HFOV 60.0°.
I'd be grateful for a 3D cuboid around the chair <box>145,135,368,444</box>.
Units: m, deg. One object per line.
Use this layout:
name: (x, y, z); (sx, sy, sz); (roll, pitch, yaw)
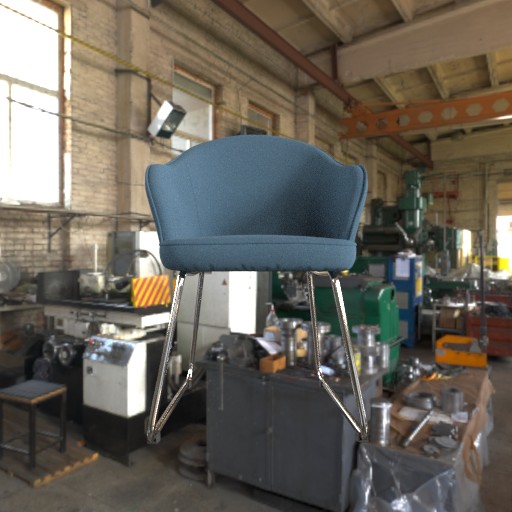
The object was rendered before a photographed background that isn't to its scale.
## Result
chair: (0.000, 0.000, 1.222); (0.570, 0.815, 0.585); (0, 1, -1)
